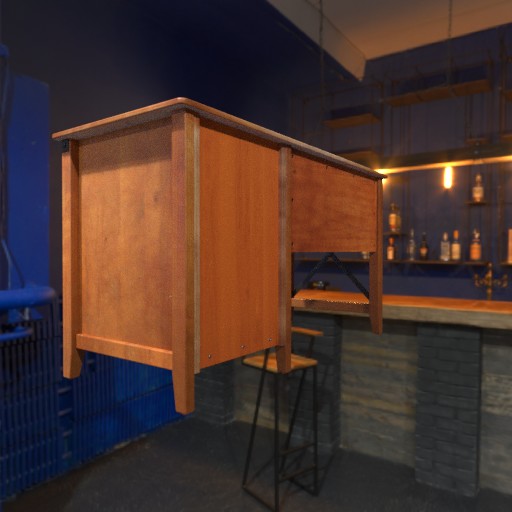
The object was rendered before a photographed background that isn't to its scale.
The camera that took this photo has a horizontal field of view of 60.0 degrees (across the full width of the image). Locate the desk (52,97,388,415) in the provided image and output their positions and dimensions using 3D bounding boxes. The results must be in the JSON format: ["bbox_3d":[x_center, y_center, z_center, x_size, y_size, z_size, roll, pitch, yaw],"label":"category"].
[{"bbox_3d":[0.000,0.000,1.739,0.574,0.756,1.353,1,1,36],"label":"desk"}]
